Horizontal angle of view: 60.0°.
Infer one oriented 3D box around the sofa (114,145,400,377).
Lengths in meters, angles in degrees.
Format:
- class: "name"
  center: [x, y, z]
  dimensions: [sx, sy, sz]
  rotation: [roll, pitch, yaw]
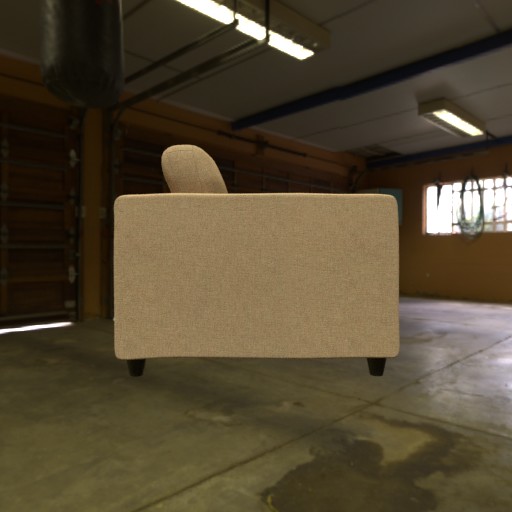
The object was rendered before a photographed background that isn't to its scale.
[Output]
- class: "sofa"
  center: [0.000, 0.000, 2.341]
  dimensions: [0.930, 0.800, 1.855]
  rotation: [0, 0, 0]
